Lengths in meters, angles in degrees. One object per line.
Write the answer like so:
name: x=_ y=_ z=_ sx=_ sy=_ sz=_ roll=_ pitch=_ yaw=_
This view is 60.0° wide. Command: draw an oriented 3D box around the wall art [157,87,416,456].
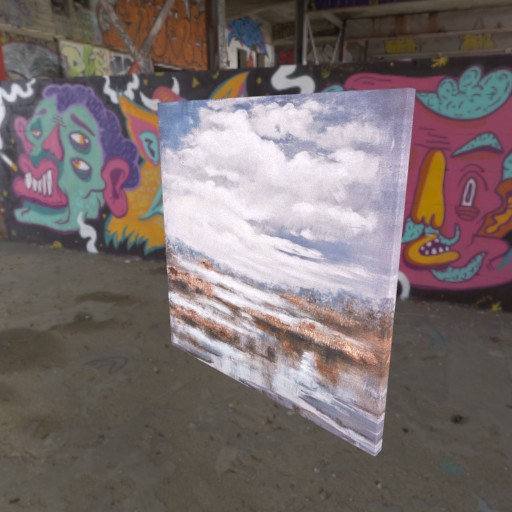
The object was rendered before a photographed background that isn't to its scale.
wall art: x=0.000 y=0.000 z=1.328 sx=0.888 sy=0.897 sz=0.035 roll=15 pitch=22 yaw=42
